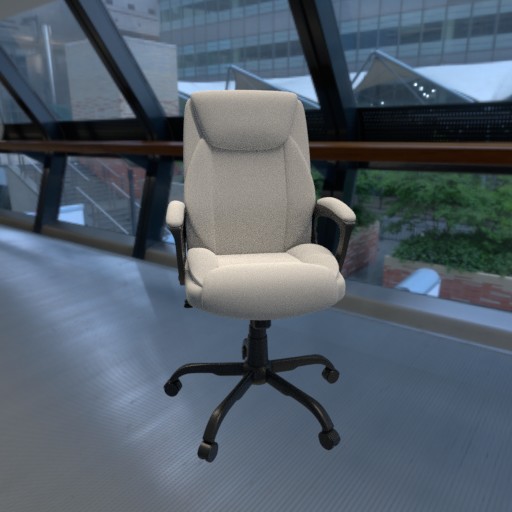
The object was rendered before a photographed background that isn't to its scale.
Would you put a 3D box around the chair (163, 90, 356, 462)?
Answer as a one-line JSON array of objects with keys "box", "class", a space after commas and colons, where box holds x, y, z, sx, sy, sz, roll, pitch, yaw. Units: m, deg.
[{"box": [0.000, 0.000, 1.458, 0.663, 1.065, 0.669, -2, 16, -8], "class": "chair"}]
